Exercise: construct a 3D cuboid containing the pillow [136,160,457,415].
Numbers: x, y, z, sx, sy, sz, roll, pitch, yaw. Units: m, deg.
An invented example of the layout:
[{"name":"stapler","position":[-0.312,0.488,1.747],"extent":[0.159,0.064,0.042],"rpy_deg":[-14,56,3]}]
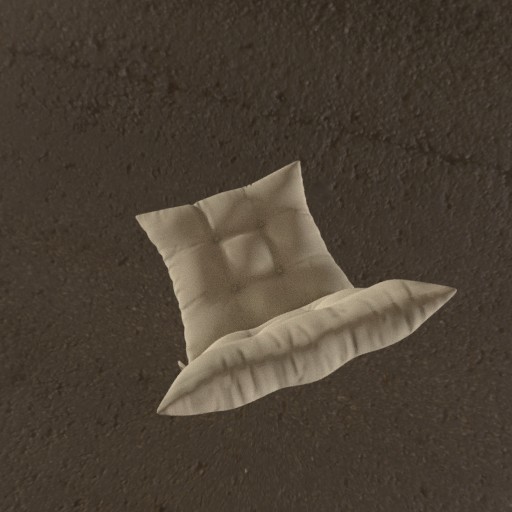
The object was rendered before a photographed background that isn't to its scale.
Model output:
[{"name":"pillow","position":[0.000,0.000,0.997],"extent":[0.541,0.536,0.585],"rpy_deg":[-20,74,-6]}]
